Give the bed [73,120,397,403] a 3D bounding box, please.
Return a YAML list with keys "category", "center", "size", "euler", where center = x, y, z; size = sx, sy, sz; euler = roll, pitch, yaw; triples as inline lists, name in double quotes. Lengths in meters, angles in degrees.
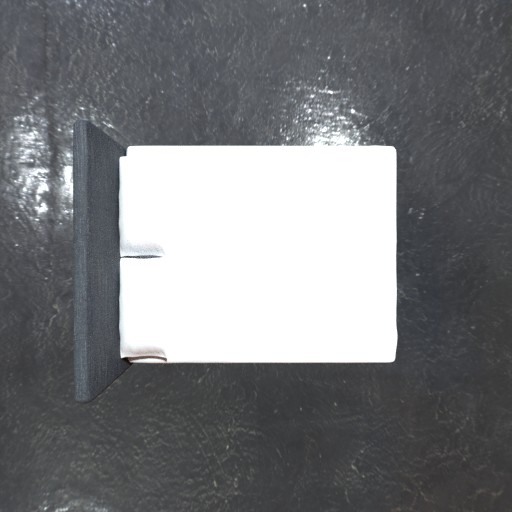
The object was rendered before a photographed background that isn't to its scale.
- category: "bed"
  center: [0.000, 0.000, 3.200]
  size: [2.142, 1.330, 1.723]
  euler: [0, 91, 0]
